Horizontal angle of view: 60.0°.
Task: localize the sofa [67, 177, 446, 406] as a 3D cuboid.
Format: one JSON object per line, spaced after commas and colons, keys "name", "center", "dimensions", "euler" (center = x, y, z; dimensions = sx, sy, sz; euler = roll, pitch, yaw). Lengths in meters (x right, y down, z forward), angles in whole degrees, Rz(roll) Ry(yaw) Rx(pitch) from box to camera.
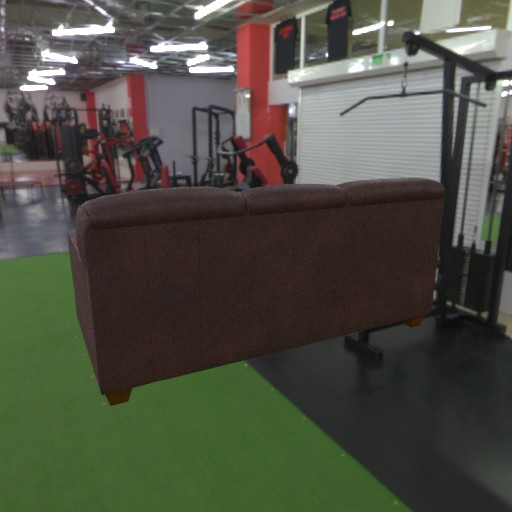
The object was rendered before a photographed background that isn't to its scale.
{"name": "sofa", "center": [0.000, 0.000, 2.657], "dimensions": [2.039, 0.953, 1.008], "euler": [-8, 17, -26]}
